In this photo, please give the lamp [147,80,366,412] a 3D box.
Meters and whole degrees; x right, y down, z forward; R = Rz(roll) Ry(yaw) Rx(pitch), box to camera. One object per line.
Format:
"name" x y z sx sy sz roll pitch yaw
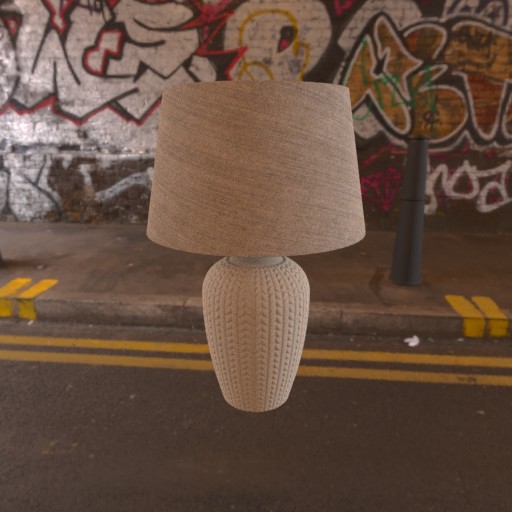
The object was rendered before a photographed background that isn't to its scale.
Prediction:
"lamp" 0.000 0.000 0.826 0.390 0.580 0.390 0 16 0
